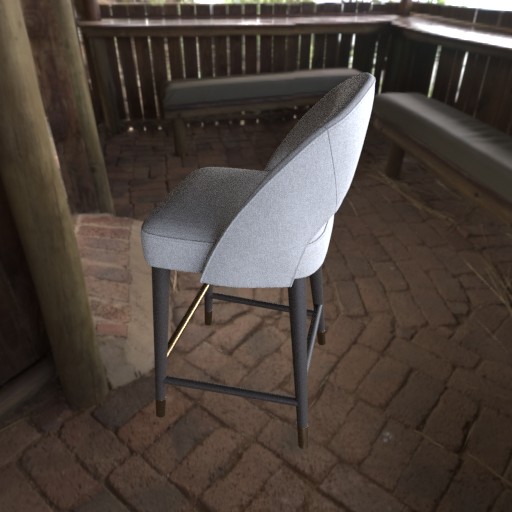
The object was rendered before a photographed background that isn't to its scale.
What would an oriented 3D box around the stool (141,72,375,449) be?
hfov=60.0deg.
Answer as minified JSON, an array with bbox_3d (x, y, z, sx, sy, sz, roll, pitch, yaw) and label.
[{"bbox_3d":[0.000,0.000,1.210,0.509,0.940,0.494,8,33,12],"label":"stool"}]
